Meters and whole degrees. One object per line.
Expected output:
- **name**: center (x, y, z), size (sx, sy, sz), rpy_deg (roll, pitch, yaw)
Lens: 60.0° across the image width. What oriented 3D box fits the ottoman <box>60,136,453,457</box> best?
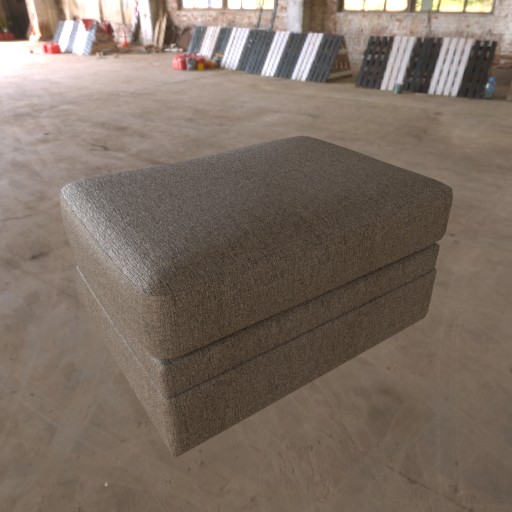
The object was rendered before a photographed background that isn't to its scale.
- **ottoman**: center (0.000, 0.000, 1.246), size (0.885, 0.478, 0.637), rpy_deg (-19, 36, -29)
